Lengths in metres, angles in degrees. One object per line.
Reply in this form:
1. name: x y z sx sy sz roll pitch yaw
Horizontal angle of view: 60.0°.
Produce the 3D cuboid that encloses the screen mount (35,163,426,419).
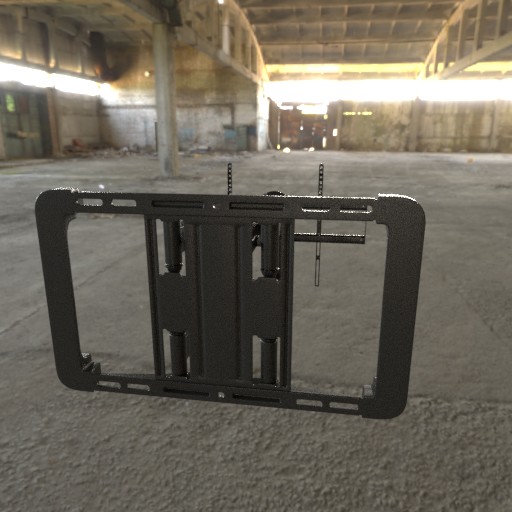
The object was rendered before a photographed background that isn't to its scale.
1. screen mount: 0.000 0.000 1.287 0.725 0.483 0.905 2 16 9
